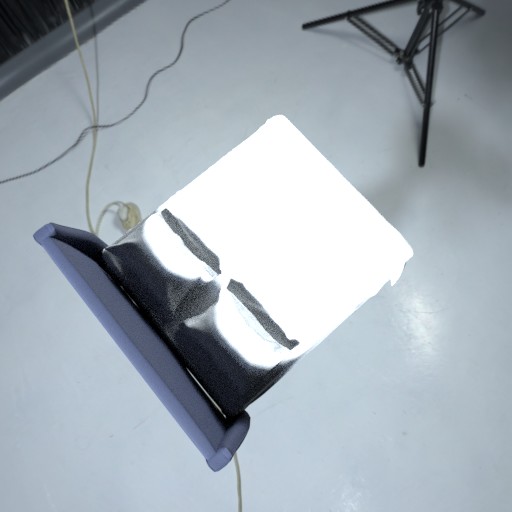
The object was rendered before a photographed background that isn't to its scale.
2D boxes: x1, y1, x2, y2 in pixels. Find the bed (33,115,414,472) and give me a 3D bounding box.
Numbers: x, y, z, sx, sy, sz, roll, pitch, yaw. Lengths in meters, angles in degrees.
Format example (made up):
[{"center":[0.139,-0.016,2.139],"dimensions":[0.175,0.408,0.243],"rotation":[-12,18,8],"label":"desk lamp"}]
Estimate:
[{"center":[0.000,0.000,3.530],"dimensions":[2.276,1.332,1.925],"rotation":[-40,80,-9],"label":"bed"}]
